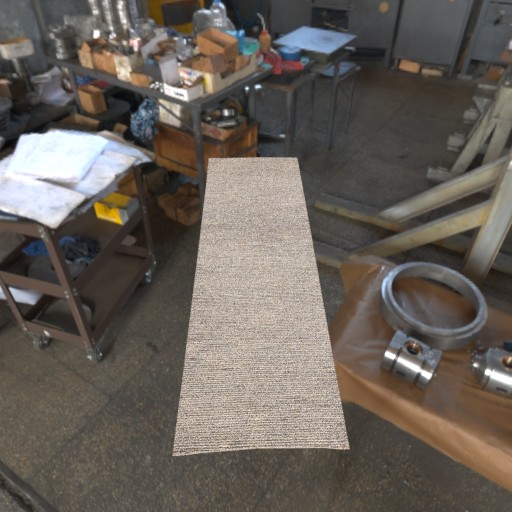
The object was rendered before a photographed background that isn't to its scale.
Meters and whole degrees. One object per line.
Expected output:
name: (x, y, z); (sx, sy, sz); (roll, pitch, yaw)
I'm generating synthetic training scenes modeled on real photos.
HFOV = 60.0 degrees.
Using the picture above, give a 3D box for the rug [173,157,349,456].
rug: (0.000, 0.000, 2.608); (0.697, 0.013, 2.335); (-1, 42, -1)
